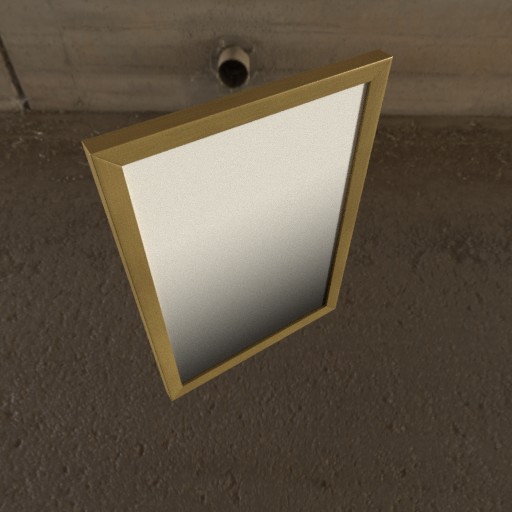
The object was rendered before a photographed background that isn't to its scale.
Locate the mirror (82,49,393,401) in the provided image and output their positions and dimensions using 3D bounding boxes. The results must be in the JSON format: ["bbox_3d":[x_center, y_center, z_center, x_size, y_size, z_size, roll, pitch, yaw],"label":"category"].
[{"bbox_3d":[0.000,0.000,0.909,0.507,0.710,0.040,-25,53,-21],"label":"mirror"}]
